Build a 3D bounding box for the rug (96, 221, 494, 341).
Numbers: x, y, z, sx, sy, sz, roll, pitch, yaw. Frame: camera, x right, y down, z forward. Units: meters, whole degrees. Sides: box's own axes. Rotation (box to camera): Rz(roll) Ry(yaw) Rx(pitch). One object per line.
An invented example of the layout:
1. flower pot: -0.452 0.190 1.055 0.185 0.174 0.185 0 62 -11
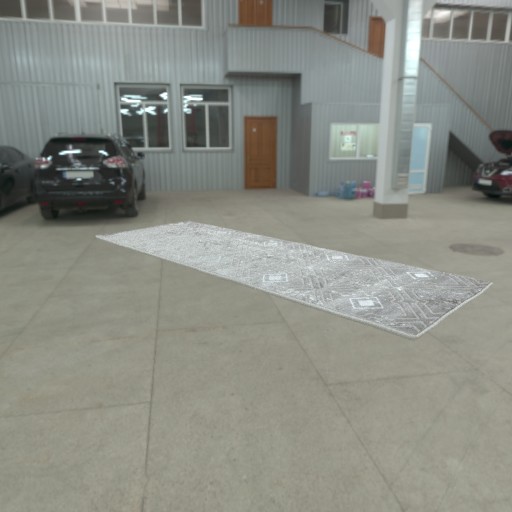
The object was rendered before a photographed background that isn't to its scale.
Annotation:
1. rug: 0.000 0.000 2.638 2.381 0.035 0.832 14 20 42
